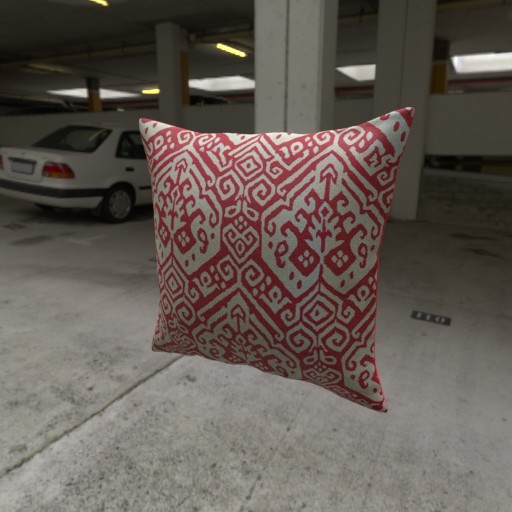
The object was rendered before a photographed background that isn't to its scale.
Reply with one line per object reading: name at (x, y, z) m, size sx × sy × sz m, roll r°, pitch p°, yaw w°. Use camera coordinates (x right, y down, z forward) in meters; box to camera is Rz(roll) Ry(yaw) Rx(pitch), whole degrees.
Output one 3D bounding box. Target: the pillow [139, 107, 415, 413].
pillow at (0.000, 0.000, 0.825) m, size 0.522 × 0.507 × 0.192 m, roll 7°, pitch 16°, yaw 26°
